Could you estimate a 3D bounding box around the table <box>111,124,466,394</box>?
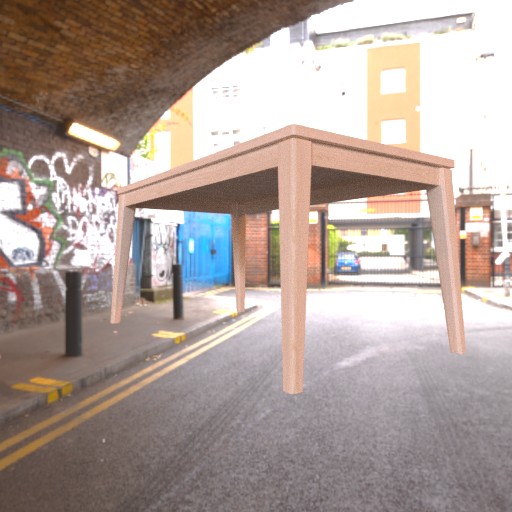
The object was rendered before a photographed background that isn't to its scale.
[{"bbox_3d":[0.000,0.000,2.132,0.900,0.760,1.600,0,0,-36],"label":"table"}]
